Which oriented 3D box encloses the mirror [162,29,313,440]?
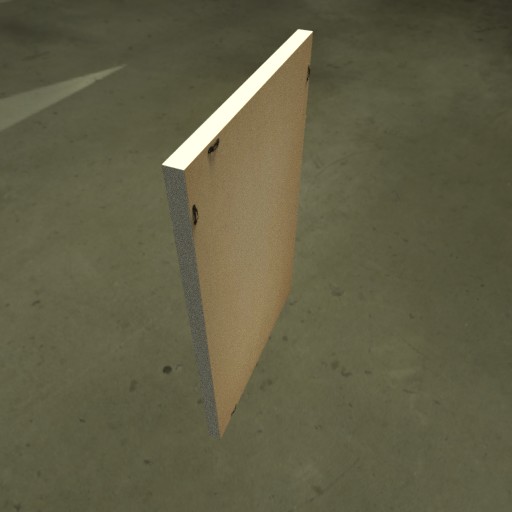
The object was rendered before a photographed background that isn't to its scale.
[{"bbox_3d":[0.000,0.000,1.150,0.041,0.914,0.609,16,47,16],"label":"mirror"}]
